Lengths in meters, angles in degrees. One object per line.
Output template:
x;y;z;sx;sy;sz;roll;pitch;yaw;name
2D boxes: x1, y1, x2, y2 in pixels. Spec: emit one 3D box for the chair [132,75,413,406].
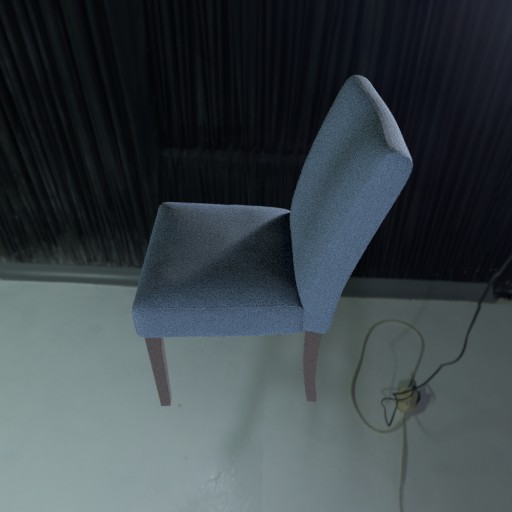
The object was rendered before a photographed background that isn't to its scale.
0.000;0.000;1.279;0.629;0.882;0.487;0;41;0;chair
